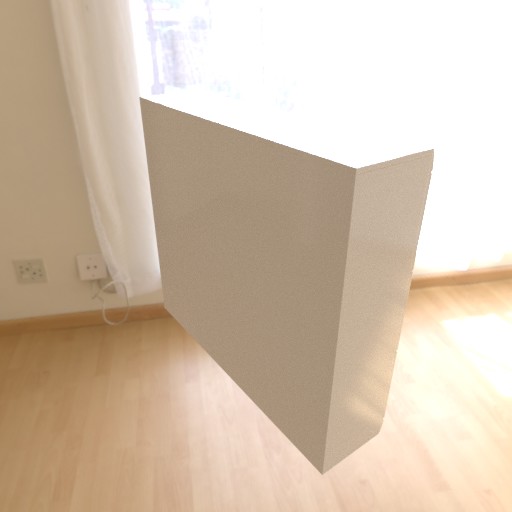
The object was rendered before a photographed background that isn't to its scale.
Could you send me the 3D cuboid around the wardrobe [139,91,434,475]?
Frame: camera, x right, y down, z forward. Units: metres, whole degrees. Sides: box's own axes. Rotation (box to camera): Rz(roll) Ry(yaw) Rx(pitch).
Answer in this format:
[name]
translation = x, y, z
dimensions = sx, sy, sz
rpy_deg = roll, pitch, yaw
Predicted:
[wardrobe]
translation = 0.000, 0.000, 1.954
dimensions = 0.360, 1.200, 1.340
rpy_deg = -19, 34, -31
